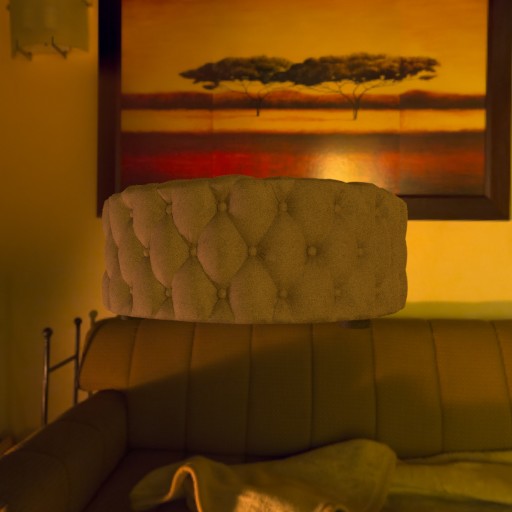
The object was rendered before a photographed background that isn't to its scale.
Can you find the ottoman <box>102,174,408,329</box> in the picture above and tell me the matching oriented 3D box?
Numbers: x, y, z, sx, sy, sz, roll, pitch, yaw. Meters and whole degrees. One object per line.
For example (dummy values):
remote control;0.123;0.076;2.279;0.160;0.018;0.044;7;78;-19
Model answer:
ottoman;0.000;0.000;1.518;0.998;0.399;0.998;0;-1;0
